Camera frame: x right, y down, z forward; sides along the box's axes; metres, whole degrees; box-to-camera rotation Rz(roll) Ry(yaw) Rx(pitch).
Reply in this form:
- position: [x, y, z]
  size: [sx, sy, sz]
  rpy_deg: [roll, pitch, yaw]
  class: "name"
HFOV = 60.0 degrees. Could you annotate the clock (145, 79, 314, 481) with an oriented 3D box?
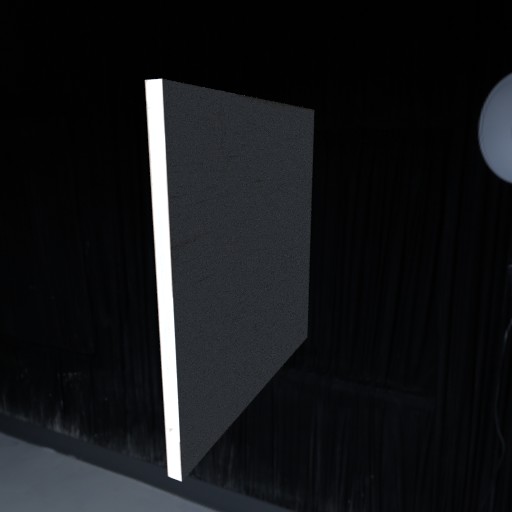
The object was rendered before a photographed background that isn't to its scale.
- position: [0.000, 0.000, 1.056]
  size: [0.032, 0.705, 0.705]
  rpy_deg: [7, 16, 25]
  class: "clock"
